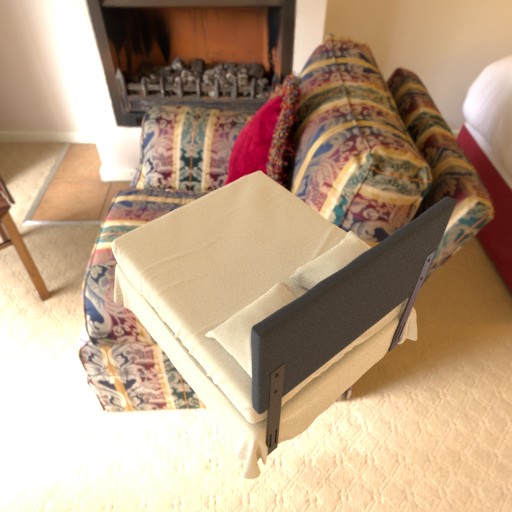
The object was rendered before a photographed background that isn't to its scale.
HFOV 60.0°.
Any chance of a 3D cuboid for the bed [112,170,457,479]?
[{"bbox_3d":[0.000,0.000,3.545,1.936,1.577,2.222,-30,53,-26],"label":"bed"}]
